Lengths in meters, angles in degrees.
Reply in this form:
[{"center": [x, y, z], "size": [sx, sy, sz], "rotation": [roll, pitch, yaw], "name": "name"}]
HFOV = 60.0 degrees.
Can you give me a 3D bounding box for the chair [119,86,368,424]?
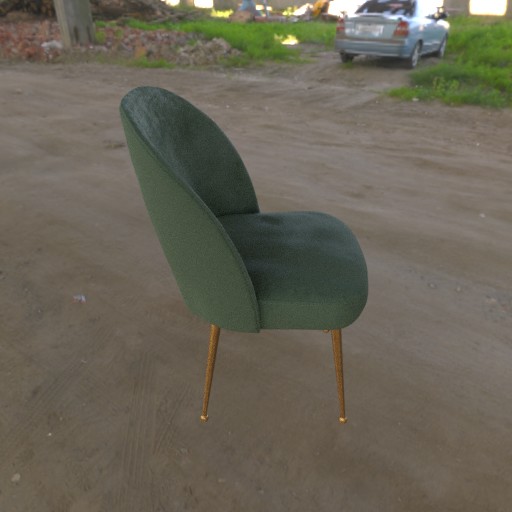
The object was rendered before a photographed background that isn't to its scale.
[{"center": [0.000, 0.000, 1.214], "size": [0.577, 0.860, 0.527], "rotation": [0, 31, 1], "name": "chair"}]
